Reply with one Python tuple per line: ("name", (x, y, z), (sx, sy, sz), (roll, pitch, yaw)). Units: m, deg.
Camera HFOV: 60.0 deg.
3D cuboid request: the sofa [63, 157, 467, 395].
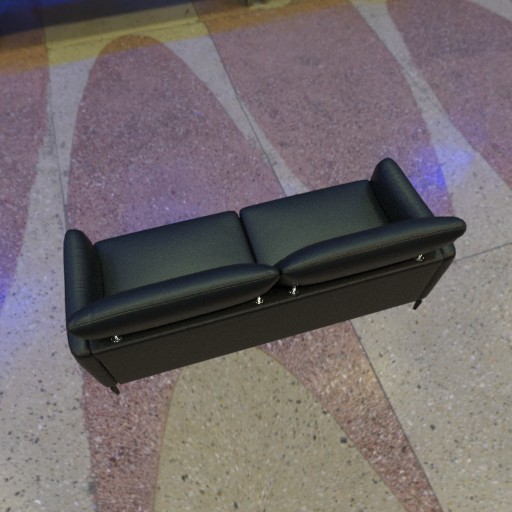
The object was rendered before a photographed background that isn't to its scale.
("sofa", (0.000, 0.000, 2.523), (2.069, 0.957, 0.856), (-14, 59, -9))
